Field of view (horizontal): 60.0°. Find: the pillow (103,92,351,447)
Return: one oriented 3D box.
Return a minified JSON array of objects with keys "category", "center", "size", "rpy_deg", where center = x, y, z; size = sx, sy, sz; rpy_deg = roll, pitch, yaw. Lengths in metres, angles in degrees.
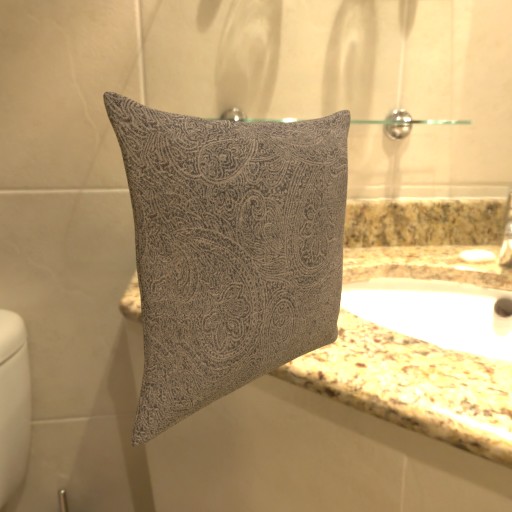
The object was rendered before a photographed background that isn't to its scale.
[{"category":"pillow","center":[0.000,0.000,0.780],"size":[0.523,0.510,0.166],"rpy_deg":[-14,20,-42]}]
